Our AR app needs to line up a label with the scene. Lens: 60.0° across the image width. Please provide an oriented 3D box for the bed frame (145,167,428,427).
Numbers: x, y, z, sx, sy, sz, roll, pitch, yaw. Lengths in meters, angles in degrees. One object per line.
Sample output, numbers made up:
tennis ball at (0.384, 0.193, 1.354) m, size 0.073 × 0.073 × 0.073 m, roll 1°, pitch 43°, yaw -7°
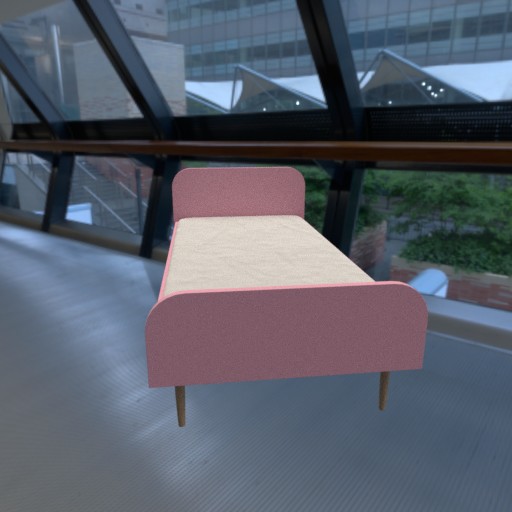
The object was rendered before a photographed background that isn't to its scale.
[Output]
bed frame at (0.000, 0.000, 2.480) m, size 0.998 × 0.805 × 1.963 m, roll -2°, pitch 16°, yaw -7°
